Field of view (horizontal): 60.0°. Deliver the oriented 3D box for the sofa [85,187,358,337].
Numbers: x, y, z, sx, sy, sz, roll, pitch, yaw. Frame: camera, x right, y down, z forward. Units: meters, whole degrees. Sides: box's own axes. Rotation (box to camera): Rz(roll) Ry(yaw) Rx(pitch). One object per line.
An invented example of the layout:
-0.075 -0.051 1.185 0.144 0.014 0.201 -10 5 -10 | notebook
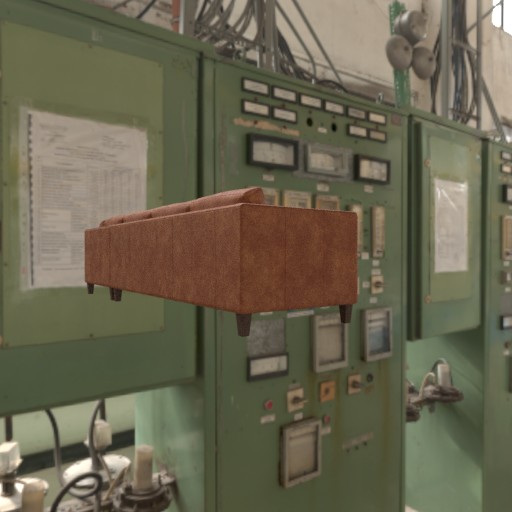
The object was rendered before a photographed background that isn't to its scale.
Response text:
0.000 0.000 4.281 2.438 0.838 3.167 0 0 -35 | sofa
